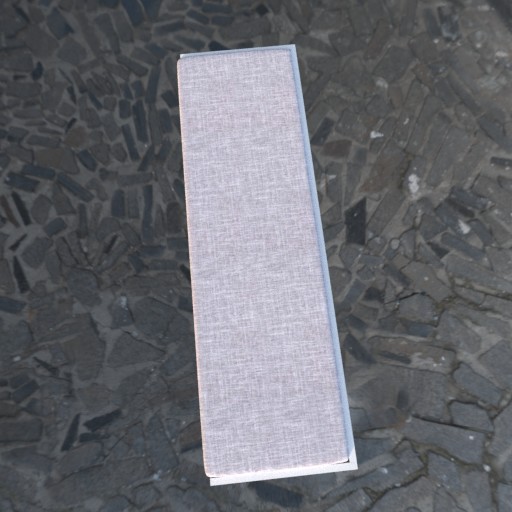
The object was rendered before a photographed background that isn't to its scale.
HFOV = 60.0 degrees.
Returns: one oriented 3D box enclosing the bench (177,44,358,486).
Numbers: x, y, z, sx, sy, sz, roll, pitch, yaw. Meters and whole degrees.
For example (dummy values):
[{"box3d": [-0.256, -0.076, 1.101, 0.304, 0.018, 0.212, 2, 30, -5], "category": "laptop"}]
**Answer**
[{"box3d": [0.000, 0.000, 1.396, 0.363, 0.453, 1.196, -6, 75, -1], "category": "bench"}]
